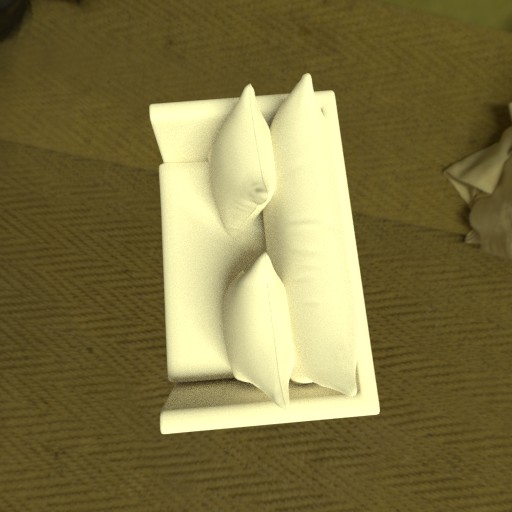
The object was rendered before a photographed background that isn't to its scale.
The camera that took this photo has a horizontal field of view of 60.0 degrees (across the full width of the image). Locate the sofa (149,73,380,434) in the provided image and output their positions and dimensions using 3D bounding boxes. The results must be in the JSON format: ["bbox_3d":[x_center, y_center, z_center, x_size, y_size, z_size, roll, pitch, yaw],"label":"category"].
[{"bbox_3d":[0.000,0.000,2.312,1.026,1.039,1.608,-5,77,-1],"label":"sofa"}]
